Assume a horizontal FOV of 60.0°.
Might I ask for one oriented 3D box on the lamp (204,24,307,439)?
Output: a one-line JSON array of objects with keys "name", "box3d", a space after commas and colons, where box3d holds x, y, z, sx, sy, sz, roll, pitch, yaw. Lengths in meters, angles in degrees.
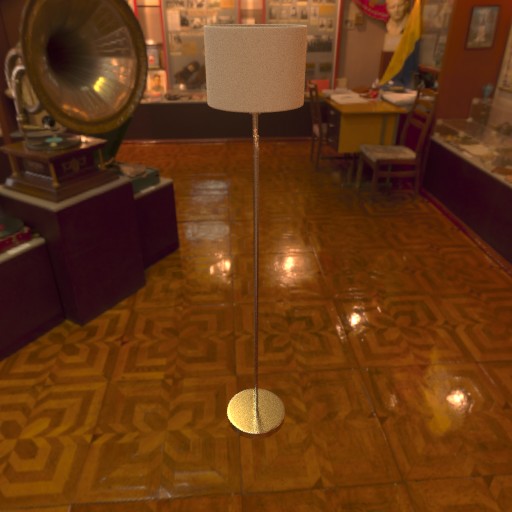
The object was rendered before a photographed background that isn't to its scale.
[{"name": "lamp", "box3d": [0.000, 0.000, 1.735, 0.324, 1.600, 0.416, -1, 29, -2]}]
